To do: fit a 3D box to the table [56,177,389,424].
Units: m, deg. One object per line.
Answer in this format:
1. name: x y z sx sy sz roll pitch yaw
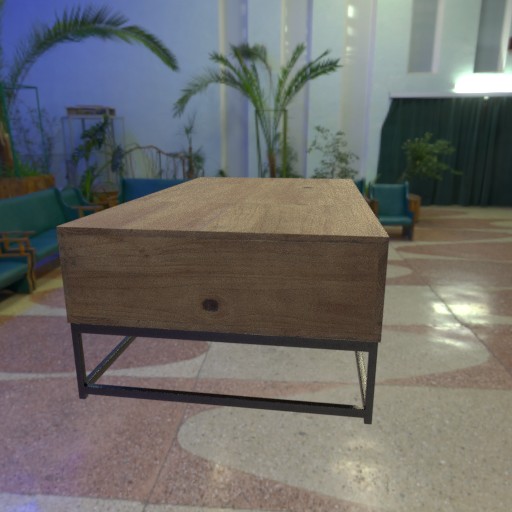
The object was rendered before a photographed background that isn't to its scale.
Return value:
1. table: 0.000 0.000 1.422 0.655 0.395 1.101 2 15 8
